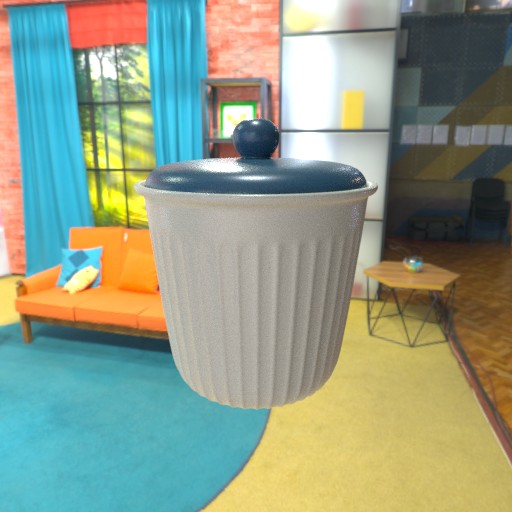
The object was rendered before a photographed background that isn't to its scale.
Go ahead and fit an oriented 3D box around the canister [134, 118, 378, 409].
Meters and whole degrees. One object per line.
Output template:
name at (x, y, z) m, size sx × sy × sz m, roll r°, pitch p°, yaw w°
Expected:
canister at (0.000, 0.000, 0.354) m, size 0.181 × 0.211 × 0.181 m, roll 0°, pitch 14°, yaw 0°
